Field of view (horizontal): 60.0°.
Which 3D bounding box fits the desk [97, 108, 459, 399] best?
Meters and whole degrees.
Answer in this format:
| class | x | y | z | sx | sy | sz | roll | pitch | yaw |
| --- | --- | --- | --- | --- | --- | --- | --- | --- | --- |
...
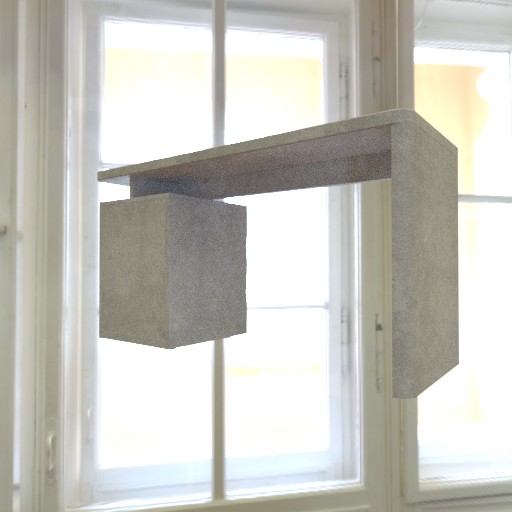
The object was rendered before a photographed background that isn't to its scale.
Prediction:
| class | x | y | z | sx | sy | sz | roll | pitch | yaw |
| --- | --- | --- | --- | --- | --- | --- | --- | --- | --- |
| desk | 0.000 | 0.000 | 1.768 | 1.400 | 0.755 | 0.550 | -1 | -1 | 37 |
